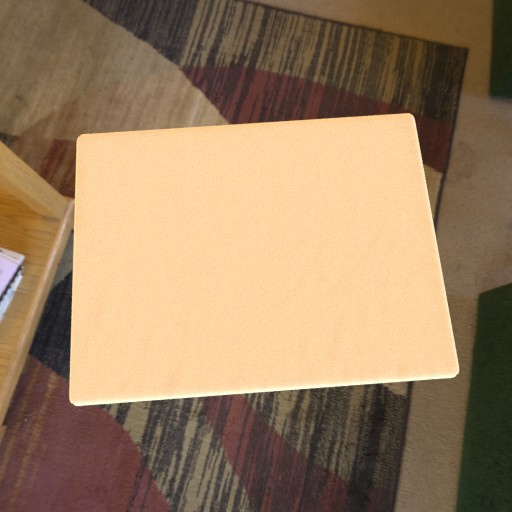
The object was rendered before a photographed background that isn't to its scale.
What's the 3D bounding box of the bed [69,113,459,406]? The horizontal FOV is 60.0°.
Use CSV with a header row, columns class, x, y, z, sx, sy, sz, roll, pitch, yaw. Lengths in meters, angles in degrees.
class,x,y,z,sx,sy,sz,roll,pitch,yaw
bed,0.000,0.000,2.639,2.016,0.431,1.536,-4,76,-1
